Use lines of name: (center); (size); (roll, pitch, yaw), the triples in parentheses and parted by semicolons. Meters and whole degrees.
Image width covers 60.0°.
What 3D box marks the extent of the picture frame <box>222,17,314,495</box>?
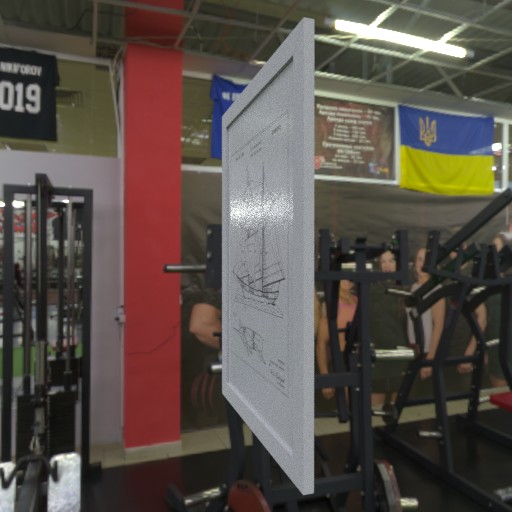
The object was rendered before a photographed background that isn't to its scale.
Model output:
picture frame: (0.000, 0.000, 0.582); (0.011, 0.459, 0.326); (0, 0, -18)
